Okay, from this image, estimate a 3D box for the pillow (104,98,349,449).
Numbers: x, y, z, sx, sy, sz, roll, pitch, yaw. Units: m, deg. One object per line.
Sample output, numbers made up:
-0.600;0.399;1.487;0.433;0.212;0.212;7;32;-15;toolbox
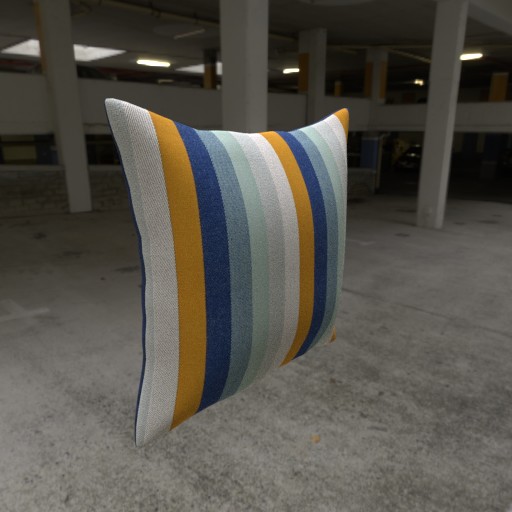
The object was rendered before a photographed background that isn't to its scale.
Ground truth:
0.000;0.000;0.699;0.173;0.454;0.463;16;22;43;pillow
